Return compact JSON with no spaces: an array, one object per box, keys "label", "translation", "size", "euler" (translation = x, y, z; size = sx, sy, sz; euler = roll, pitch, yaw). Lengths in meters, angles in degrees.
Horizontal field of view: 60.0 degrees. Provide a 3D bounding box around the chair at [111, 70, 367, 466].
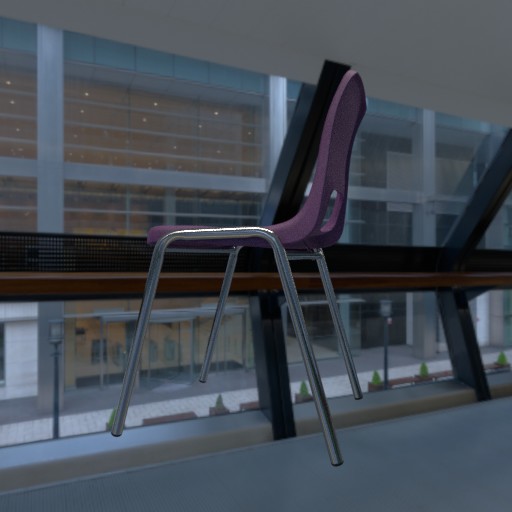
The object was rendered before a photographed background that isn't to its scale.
[{"label":"chair","translation":[0.000,0.000,0.910],"size":[0.432,0.654,0.381],"euler":[0,0,19]}]
